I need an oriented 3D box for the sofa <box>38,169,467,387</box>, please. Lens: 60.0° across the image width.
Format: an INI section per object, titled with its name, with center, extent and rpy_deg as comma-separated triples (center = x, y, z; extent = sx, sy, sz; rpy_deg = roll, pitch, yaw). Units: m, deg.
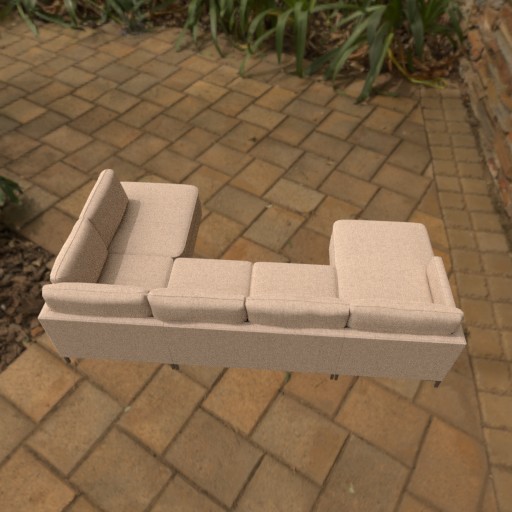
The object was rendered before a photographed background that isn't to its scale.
[sofa]
center = 0.000, 0.000, 4.288
extent = 3.423, 0.996, 2.021
rpy_deg = 3, 47, 3
